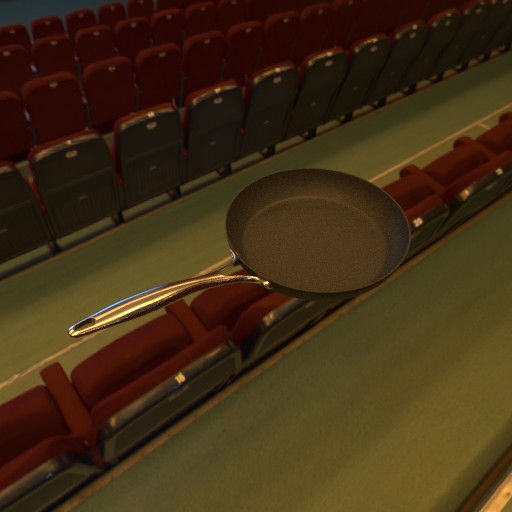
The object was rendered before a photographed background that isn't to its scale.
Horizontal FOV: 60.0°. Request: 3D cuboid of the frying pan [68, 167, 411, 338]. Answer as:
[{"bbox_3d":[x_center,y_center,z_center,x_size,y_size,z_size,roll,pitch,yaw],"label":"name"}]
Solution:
[{"bbox_3d":[0.000,0.000,0.568,0.472,0.105,0.255,-30,53,-26],"label":"frying pan"}]
